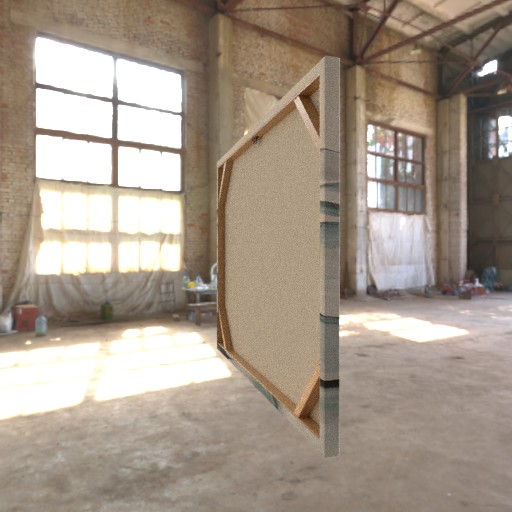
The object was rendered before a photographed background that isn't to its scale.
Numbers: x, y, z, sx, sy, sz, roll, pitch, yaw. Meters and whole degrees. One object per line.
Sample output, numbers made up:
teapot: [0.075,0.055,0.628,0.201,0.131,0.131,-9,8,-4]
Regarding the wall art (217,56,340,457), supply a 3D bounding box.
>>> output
wall art: [0.000,0.000,1.594,0.039,0.915,1.219,0,0,-17]
